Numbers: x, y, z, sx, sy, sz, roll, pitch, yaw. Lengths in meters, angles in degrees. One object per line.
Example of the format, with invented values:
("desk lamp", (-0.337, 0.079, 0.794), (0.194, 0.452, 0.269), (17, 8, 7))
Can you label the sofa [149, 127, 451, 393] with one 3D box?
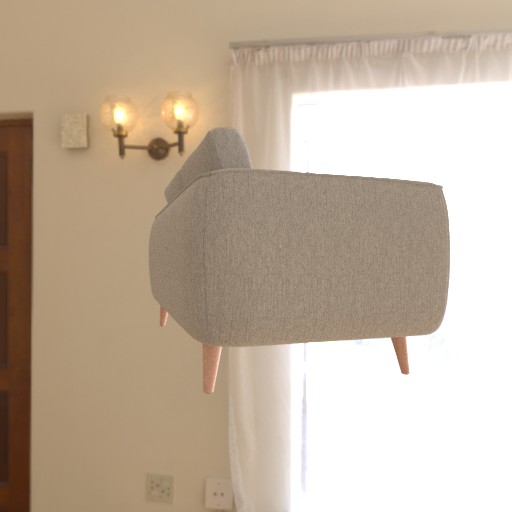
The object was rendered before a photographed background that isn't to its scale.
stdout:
("sofa", (0.000, 0.000, 2.143), (0.920, 0.850, 1.700), (0, 0, -18))
